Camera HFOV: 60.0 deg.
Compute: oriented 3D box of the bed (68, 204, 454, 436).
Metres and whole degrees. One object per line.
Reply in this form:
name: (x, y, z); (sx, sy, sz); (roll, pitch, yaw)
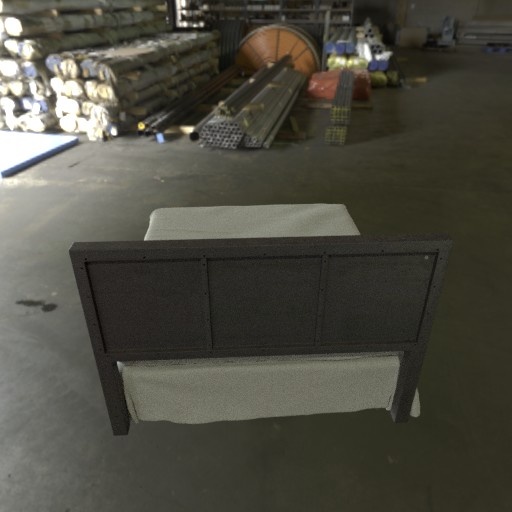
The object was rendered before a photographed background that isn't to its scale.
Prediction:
bed: (0.000, 0.000, 2.893); (1.772, 1.142, 1.785); (-2, 30, -3)
